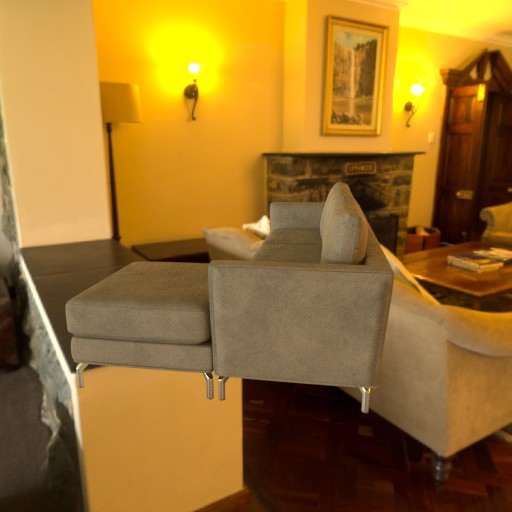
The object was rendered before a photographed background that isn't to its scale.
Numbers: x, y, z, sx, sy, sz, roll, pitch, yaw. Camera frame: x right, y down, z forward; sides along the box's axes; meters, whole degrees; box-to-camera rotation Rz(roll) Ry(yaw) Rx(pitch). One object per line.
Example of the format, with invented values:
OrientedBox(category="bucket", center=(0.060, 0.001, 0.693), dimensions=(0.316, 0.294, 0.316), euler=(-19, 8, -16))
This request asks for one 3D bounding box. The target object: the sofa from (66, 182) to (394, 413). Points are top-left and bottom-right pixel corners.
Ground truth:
OrientedBox(category="sofa", center=(0.000, 0.000, 3.282), dimensions=(1.622, 0.987, 2.438), euler=(2, 14, 9))
